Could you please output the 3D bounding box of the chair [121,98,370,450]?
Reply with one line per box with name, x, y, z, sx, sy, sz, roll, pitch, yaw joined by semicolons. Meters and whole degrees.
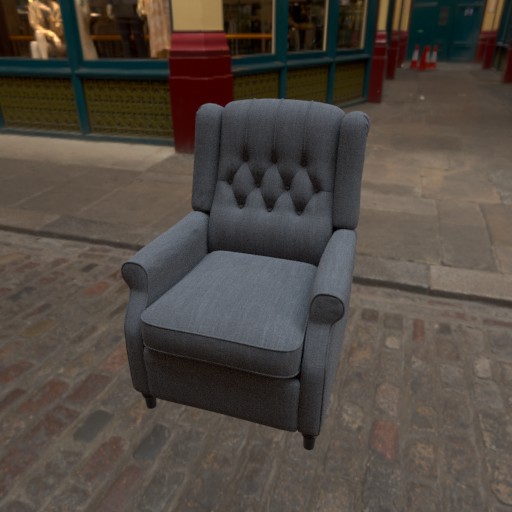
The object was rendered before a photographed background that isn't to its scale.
chair;0.000;0.000;1.667;0.742;1.035;0.898;8;29;15
